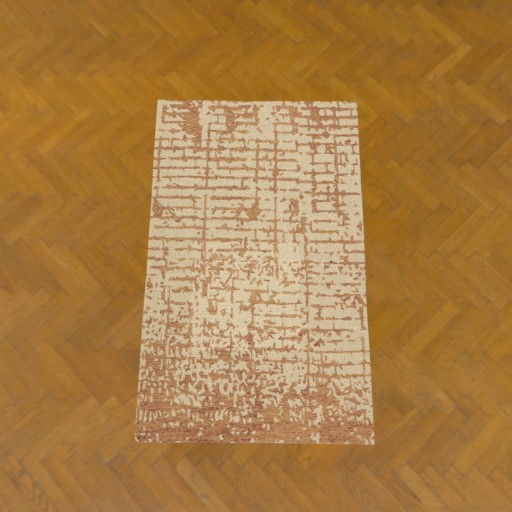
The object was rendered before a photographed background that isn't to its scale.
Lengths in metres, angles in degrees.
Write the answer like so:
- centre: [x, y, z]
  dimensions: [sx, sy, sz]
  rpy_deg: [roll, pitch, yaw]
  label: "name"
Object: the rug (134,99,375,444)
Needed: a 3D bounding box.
- centre: [0.000, 0.000, 3.084]
  dimensions: [1.517, 0.011, 2.435]
  rpy_deg: [0, 76, 0]
  label: "rug"
